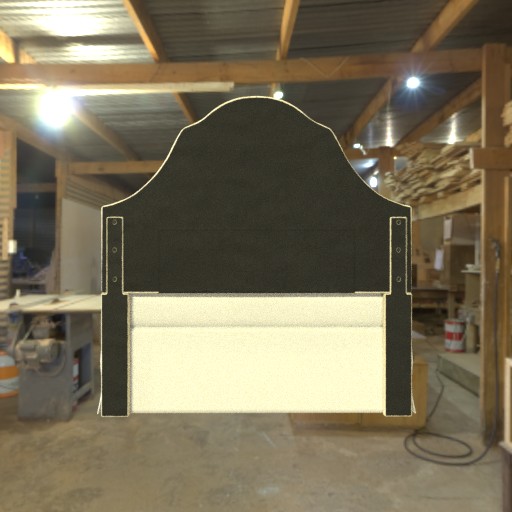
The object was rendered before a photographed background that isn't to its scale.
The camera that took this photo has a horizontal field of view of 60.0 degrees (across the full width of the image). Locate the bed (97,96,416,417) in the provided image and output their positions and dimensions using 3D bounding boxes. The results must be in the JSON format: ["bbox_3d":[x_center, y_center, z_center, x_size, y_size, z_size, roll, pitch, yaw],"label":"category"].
[{"bbox_3d":[0.000,0.000,3.213,1.627,1.575,2.092,0,0,0],"label":"bed"}]
